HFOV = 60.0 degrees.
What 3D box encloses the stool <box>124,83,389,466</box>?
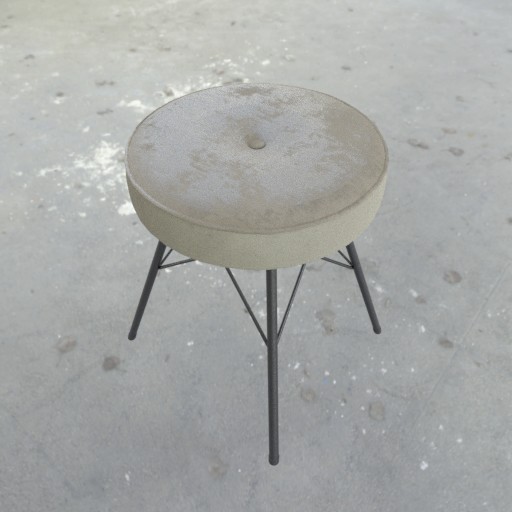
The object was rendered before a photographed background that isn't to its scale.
[{"bbox_3d":[0.000,0.000,0.873,0.457,0.538,0.423,32,54,27],"label":"stool"}]
